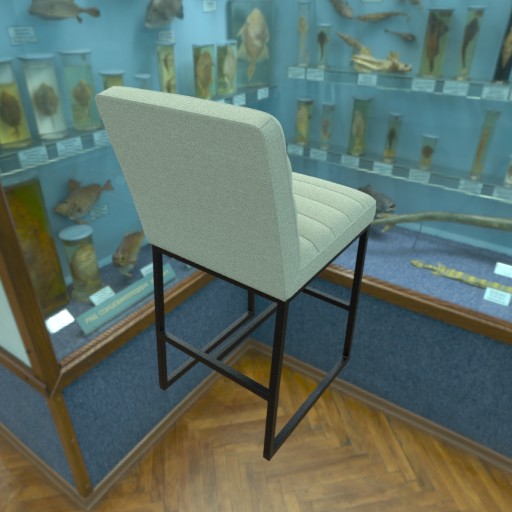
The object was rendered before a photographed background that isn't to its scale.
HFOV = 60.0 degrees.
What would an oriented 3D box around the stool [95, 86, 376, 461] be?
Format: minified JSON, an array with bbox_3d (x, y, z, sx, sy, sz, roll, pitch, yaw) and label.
[{"bbox_3d":[0.000,0.000,1.248,0.460,0.940,0.560,21,37,31],"label":"stool"}]
